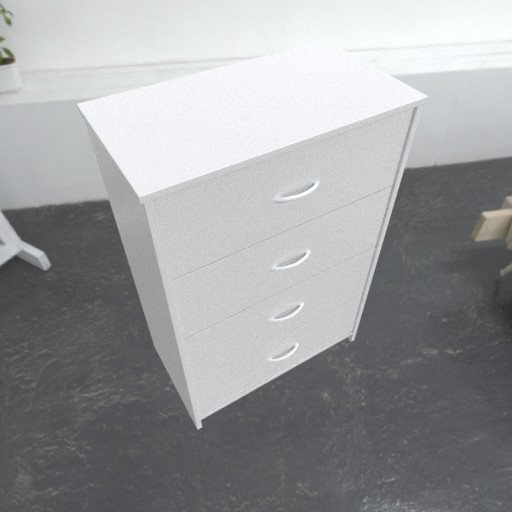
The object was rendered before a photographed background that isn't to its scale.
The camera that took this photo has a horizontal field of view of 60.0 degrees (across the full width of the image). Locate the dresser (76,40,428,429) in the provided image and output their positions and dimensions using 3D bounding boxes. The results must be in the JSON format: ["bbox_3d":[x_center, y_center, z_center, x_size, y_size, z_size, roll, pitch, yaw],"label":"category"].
[{"bbox_3d":[0.000,0.000,1.376,0.704,1.021,0.401,-24,51,-21],"label":"dresser"}]
